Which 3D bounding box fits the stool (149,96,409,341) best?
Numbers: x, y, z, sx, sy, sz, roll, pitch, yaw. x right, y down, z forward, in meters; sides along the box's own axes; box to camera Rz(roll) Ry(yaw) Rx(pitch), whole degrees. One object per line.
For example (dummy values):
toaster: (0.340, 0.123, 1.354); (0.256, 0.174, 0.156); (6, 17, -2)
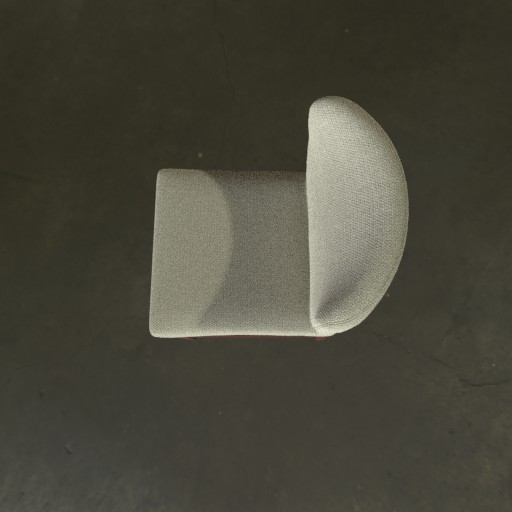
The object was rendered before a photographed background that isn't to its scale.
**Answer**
stool: (0.000, 0.000, 1.282); (0.568, 0.969, 0.481); (0, 77, 0)
